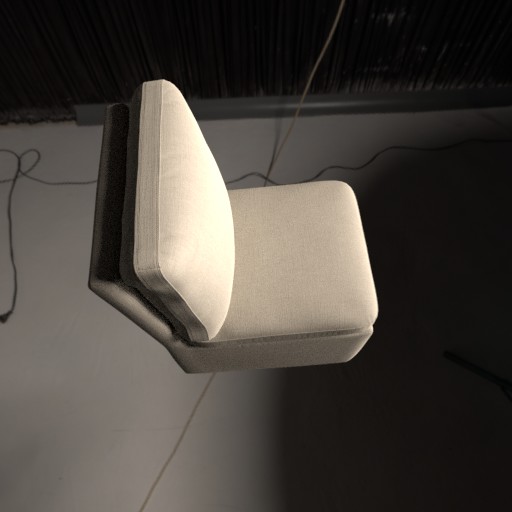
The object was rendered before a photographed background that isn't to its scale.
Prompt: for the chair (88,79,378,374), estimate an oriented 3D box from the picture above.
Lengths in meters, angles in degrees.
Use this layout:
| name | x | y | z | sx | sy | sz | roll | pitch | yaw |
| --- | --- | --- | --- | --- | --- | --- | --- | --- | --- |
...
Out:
| name | x | y | z | sx | sy | sz | roll | pitch | yaw |
| --- | --- | --- | --- | --- | --- | --- | --- | --- | --- |
| chair | 0.000 | 0.000 | 1.316 | 0.698 | 0.927 | 0.503 | -4 | 64 | -2 |
